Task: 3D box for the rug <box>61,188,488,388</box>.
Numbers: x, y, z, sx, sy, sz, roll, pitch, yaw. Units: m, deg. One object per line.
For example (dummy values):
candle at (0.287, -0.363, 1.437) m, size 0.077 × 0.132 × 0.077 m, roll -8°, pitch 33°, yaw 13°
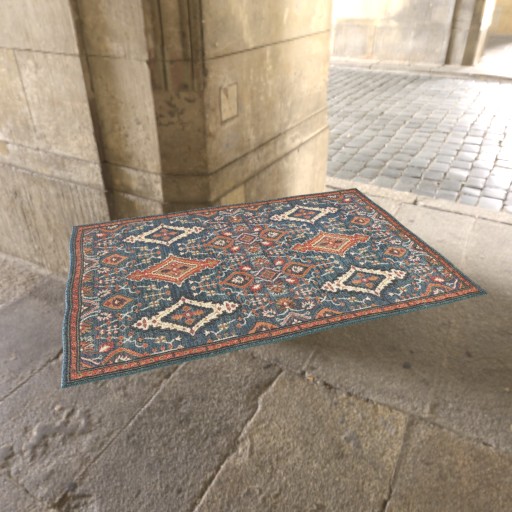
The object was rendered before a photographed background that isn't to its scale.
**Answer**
rug at (0.000, 0.000, 2.941) m, size 2.373 × 0.009 × 1.622 m, roll -10°, pitch 33°, yaw -15°
